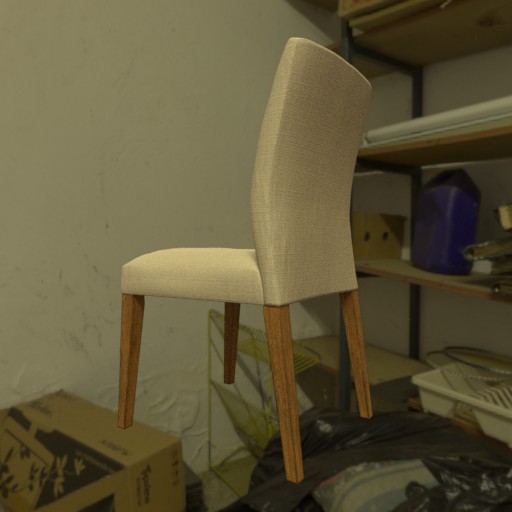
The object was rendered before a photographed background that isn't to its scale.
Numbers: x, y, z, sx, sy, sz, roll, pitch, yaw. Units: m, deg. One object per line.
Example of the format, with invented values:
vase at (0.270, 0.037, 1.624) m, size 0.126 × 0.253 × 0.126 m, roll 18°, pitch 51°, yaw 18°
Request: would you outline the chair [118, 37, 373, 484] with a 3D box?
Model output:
chair at (0.000, 0.000, 1.248) m, size 0.585 × 0.940 × 0.496 m, roll 1°, pitch 2°, yaw 34°
